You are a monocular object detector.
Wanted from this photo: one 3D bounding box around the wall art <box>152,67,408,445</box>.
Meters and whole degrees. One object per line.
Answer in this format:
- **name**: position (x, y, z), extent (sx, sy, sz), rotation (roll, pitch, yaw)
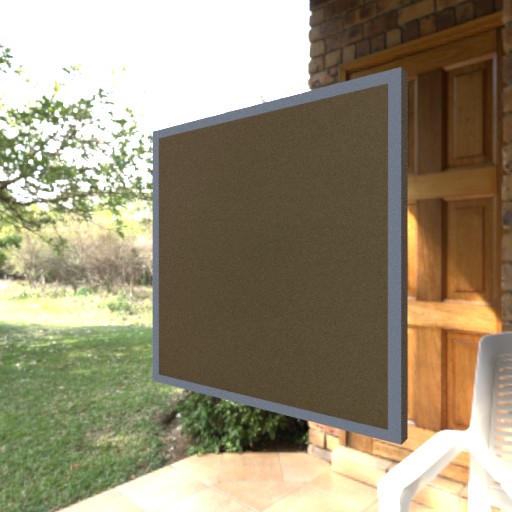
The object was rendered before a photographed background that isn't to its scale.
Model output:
- **wall art**: position (0.000, 0.000, 1.137), extent (0.763, 0.761, 0.038), rotation (0, 0, 37)
